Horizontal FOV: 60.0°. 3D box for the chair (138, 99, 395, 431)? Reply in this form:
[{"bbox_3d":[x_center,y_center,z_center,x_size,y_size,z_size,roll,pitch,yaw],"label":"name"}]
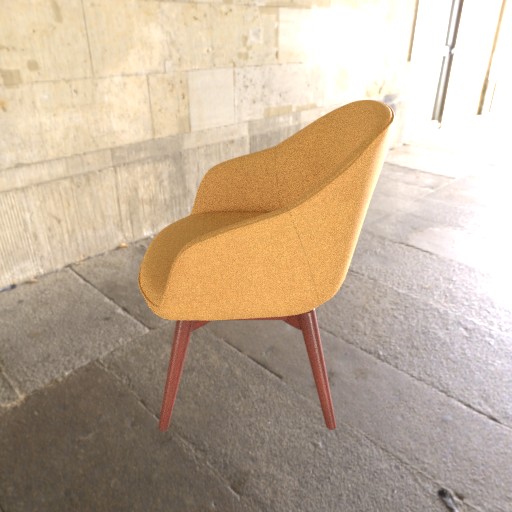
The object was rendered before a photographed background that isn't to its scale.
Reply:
[{"bbox_3d":[0.000,0.000,1.248,0.635,0.823,0.596,0,27,0],"label":"chair"}]
